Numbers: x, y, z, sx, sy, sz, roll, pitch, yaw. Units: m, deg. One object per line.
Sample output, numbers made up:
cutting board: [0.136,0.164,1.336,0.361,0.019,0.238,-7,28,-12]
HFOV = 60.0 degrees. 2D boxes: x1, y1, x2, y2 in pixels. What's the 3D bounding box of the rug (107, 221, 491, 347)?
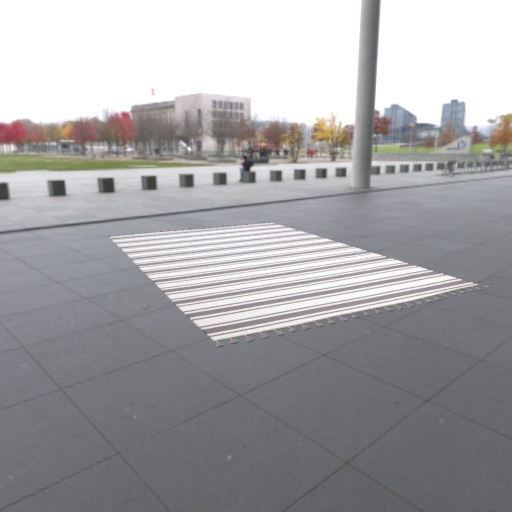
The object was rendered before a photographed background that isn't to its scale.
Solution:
rug: [0.000,0.000,3.010,1.563,0.014,2.425,-7,15,-26]
